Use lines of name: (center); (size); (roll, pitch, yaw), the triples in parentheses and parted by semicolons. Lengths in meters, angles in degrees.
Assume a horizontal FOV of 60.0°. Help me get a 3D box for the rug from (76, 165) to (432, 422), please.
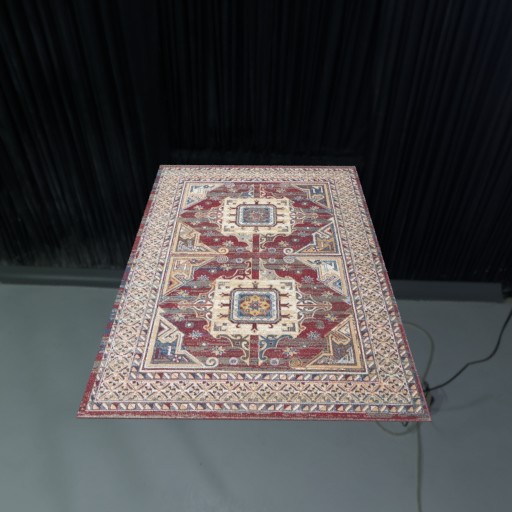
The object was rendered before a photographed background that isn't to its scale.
rug: (0.000, 0.000, 2.818); (1.599, 0.011, 2.210); (0, 42, 0)
